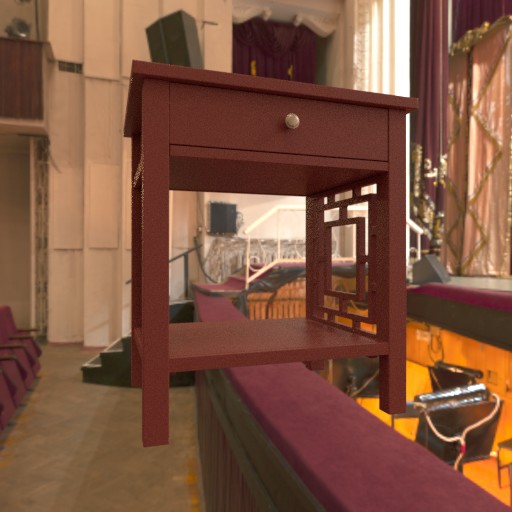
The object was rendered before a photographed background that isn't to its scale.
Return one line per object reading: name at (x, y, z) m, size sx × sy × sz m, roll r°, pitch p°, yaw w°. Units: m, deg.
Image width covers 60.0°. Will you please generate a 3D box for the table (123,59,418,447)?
table at (0.000, 0.000, 1.072) m, size 0.599 × 0.686 × 0.451 m, roll 0°, pitch 0°, yaw -19°
